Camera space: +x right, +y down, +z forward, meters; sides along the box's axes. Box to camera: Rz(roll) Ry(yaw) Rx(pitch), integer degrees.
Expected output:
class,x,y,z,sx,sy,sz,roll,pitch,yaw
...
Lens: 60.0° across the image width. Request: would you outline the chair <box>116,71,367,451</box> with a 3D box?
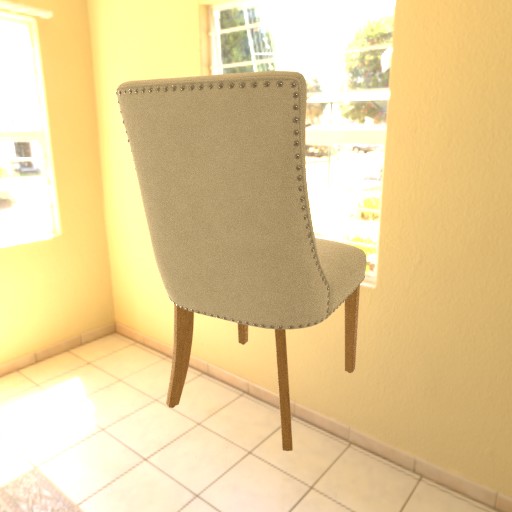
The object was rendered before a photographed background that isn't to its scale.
class,x,y,z,sx,sy,sz,roll,pitch,yaw
chair,0.000,0.000,1.257,0.495,0.902,0.610,9,18,28
